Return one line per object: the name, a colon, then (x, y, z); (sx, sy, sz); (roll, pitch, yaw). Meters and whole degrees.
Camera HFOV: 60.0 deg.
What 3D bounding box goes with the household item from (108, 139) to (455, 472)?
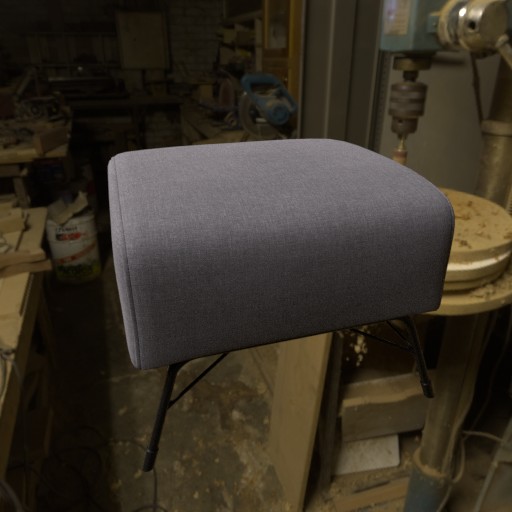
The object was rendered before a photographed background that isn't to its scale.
household item: (0.000, 0.000, 0.881); (0.530, 0.410, 0.530); (-8, 27, -16)
